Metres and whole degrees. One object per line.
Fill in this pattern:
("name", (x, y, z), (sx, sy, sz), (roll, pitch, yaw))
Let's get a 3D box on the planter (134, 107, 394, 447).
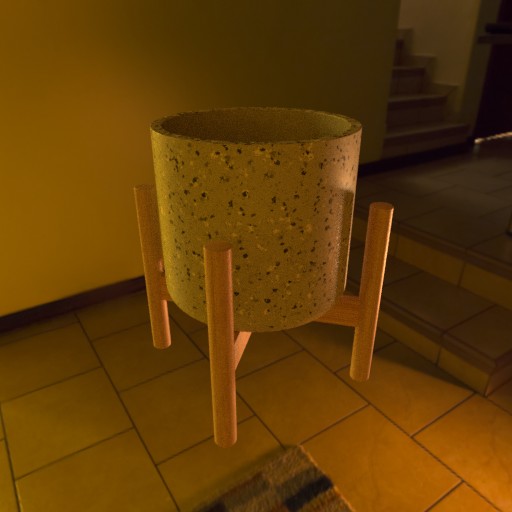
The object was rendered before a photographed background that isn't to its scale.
("planter", (0.000, 0.000, 0.546), (0.284, 0.320, 0.284), (18, 32, 32))
